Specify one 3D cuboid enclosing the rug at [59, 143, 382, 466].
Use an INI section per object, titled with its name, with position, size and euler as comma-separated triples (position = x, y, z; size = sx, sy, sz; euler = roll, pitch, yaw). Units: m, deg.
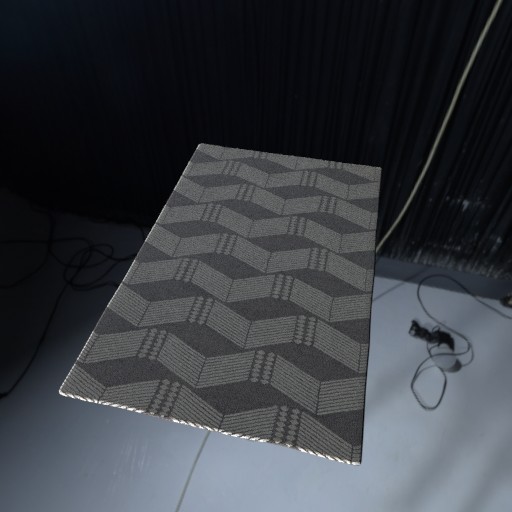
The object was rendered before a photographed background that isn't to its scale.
[rug]
position = 0.000, 0.000, 2.292
size = 1.210, 0.016, 1.833
euler = 10, 48, 9
